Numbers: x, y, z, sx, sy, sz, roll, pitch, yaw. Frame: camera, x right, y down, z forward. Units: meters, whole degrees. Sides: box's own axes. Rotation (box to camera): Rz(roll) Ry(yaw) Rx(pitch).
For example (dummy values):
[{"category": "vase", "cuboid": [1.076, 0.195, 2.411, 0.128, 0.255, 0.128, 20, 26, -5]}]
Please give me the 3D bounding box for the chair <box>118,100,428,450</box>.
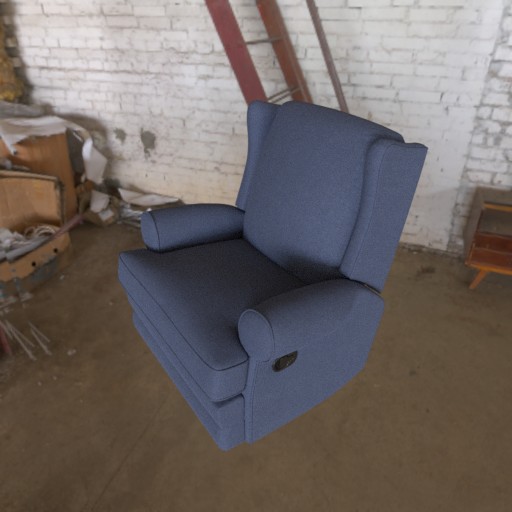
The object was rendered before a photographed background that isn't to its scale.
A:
[{"category": "chair", "cuboid": [0.000, 0.000, 1.721, 0.877, 1.020, 0.971, -19, 36, -29]}]
